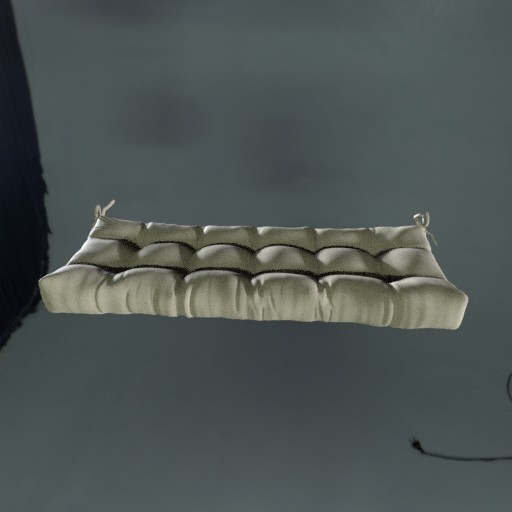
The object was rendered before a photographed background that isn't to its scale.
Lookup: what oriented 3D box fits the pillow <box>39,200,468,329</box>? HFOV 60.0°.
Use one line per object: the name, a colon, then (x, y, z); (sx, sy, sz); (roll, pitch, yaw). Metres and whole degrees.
pillow: (0.000, 0.000, 1.366); (1.194, 0.174, 0.511); (2, 30, 3)
